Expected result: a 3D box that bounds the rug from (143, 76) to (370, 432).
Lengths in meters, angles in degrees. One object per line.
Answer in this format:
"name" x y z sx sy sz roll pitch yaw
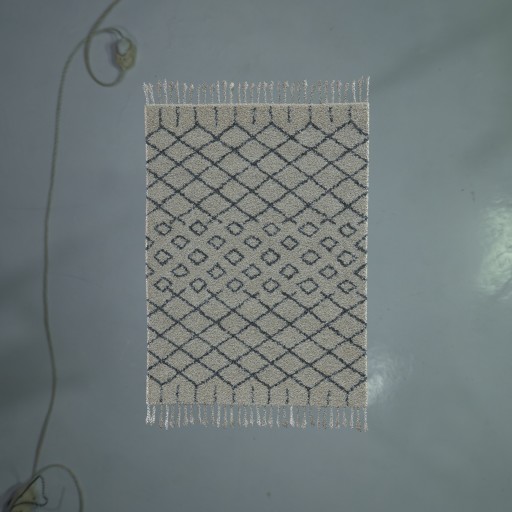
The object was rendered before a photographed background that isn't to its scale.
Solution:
"rug" 0.000 0.000 3.262 1.664 0.029 2.615 0 91 2
